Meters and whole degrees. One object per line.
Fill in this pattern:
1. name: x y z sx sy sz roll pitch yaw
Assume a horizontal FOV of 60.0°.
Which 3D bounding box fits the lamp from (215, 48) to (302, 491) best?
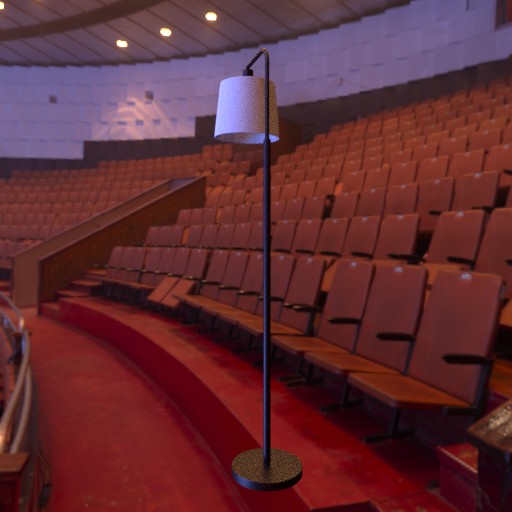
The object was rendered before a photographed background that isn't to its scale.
1. lamp: 0.000 0.000 1.633 0.254 1.478 0.508 0 1 -17
